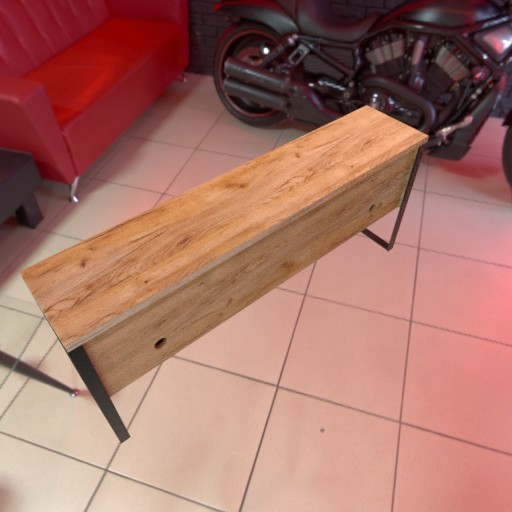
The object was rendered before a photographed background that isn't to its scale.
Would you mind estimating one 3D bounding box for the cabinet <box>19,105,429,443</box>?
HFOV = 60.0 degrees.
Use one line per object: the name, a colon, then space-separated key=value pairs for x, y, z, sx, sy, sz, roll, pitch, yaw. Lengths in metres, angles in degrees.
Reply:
cabinet: x=0.000 y=0.000 z=2.086 sx=1.800 sy=0.762 sz=0.395 roll=-31 pitch=54 yaw=-26
